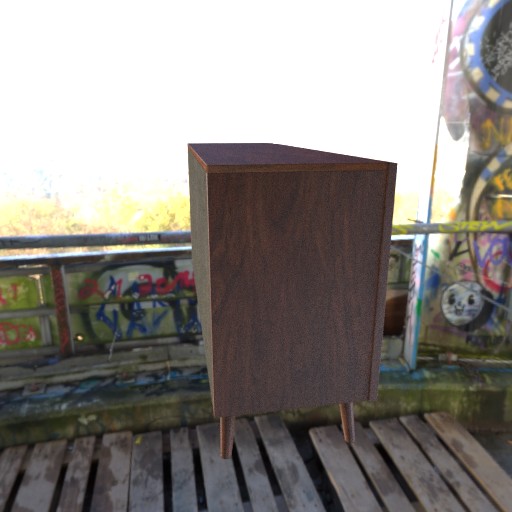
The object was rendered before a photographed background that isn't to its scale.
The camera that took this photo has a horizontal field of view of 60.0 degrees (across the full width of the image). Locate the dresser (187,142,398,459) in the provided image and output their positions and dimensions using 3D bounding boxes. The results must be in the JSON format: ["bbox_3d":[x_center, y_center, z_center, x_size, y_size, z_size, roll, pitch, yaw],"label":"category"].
[{"bbox_3d":[0.000,0.000,1.894,0.500,0.889,1.472,-3,17,-10],"label":"dresser"}]
